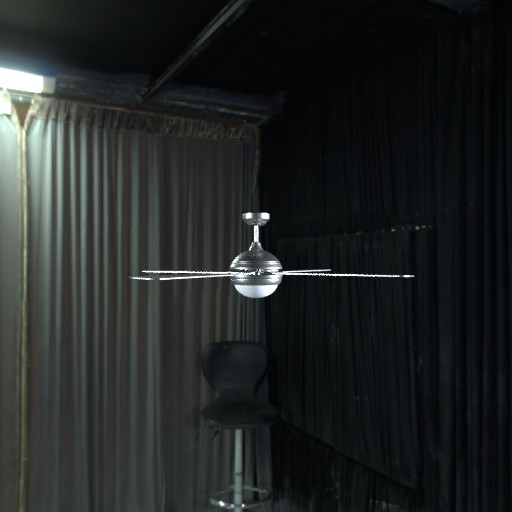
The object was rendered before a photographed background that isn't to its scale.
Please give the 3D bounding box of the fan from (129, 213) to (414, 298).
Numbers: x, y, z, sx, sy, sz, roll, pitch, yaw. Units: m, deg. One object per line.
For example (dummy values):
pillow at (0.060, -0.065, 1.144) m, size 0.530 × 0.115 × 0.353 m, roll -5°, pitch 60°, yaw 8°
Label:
fan at (0.000, 0.000, 2.023) m, size 1.321 × 0.381 × 1.321 m, roll 0°, pitch -1°, yaw -36°
